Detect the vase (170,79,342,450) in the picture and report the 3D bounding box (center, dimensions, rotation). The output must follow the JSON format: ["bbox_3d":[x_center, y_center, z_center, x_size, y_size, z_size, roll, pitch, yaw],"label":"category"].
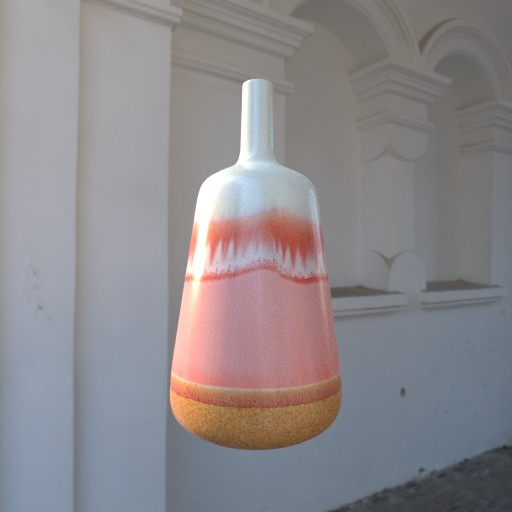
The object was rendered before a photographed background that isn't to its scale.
[{"bbox_3d":[0.000,0.000,0.381,0.144,0.296,0.144,0,-1,0],"label":"vase"}]
